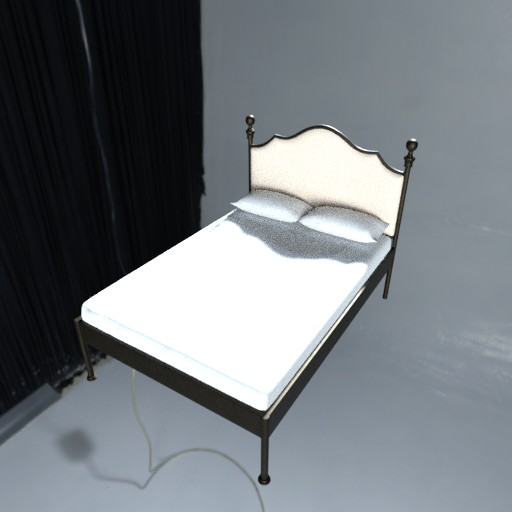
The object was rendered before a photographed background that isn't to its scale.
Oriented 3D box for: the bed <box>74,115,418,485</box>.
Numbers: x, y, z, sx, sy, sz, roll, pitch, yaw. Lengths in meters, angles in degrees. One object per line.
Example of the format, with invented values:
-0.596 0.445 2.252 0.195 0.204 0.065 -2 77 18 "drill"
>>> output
0.000 0.000 3.240 1.533 1.462 2.170 18 35 28 "bed"
